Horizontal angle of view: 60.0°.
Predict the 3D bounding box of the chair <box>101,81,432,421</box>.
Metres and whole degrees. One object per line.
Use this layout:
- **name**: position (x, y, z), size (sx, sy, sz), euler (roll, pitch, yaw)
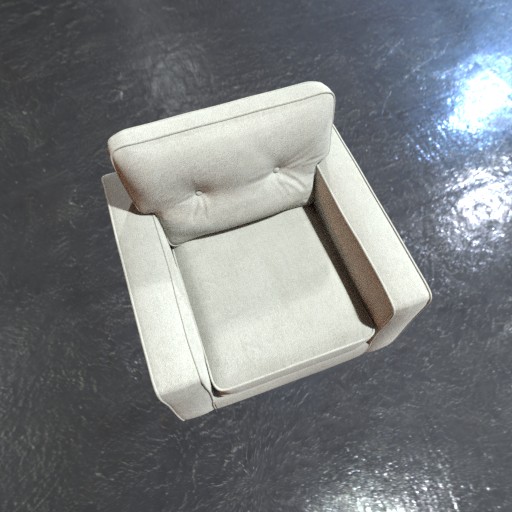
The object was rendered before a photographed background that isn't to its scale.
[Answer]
- **chair**: position (0.000, 0.000, 1.797), size (1.015, 0.965, 0.939), euler (-18, 64, -9)
